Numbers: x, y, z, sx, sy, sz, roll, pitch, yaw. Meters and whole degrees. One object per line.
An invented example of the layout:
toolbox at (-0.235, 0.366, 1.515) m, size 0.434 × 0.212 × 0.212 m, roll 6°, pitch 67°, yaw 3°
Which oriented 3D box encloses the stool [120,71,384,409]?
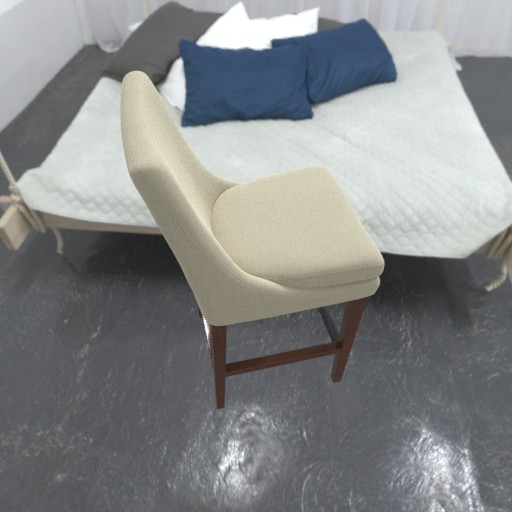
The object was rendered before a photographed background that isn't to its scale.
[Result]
stool at (0.000, 0.000, 1.298) m, size 0.577 × 0.981 × 0.470 m, roll -10°, pitch 47°, yaw -9°
